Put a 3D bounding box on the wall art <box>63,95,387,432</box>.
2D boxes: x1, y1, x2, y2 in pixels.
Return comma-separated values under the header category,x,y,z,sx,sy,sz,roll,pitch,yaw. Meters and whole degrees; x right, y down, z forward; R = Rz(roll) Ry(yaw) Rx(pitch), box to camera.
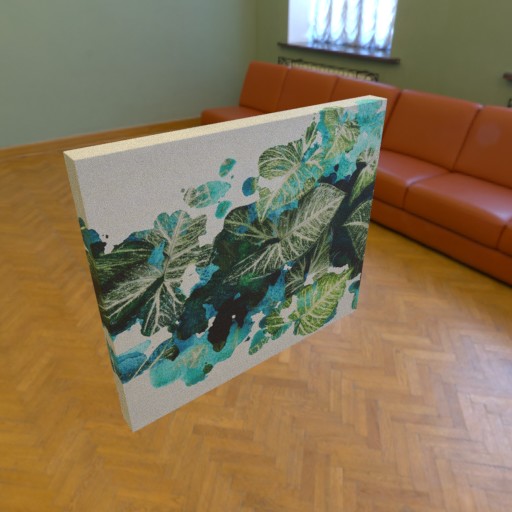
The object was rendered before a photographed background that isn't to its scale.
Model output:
category,x,y,z,sx,sy,sz,roll,pitch,yaw
wall art,0.000,0.000,0.718,0.507,0.435,0.041,-21,37,-31
